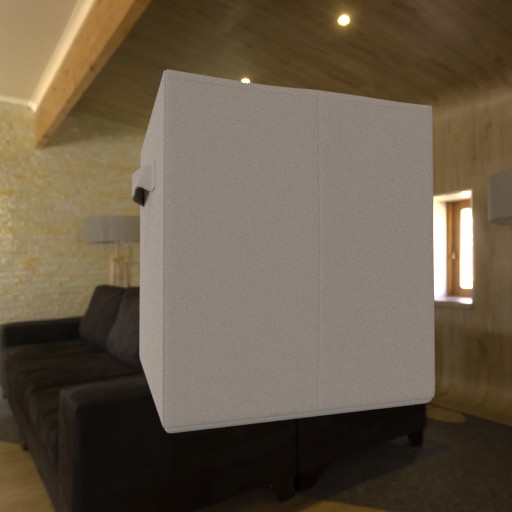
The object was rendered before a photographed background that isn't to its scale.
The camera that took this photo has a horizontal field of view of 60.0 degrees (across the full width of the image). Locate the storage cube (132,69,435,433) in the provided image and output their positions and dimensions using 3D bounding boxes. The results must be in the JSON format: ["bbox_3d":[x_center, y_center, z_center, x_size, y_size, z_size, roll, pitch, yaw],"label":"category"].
[{"bbox_3d":[0.000,0.000,0.499,0.270,0.280,0.270,0,-1,-18],"label":"storage cube"}]
